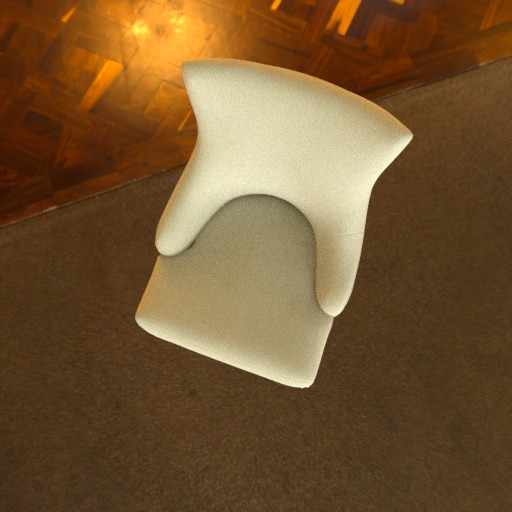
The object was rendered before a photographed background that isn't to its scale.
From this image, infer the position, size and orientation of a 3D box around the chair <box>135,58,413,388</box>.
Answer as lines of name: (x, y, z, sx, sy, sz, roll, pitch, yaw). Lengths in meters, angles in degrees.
chair: (0.000, 0.000, 1.296, 0.566, 0.909, 0.629, 19, 76, 5)
